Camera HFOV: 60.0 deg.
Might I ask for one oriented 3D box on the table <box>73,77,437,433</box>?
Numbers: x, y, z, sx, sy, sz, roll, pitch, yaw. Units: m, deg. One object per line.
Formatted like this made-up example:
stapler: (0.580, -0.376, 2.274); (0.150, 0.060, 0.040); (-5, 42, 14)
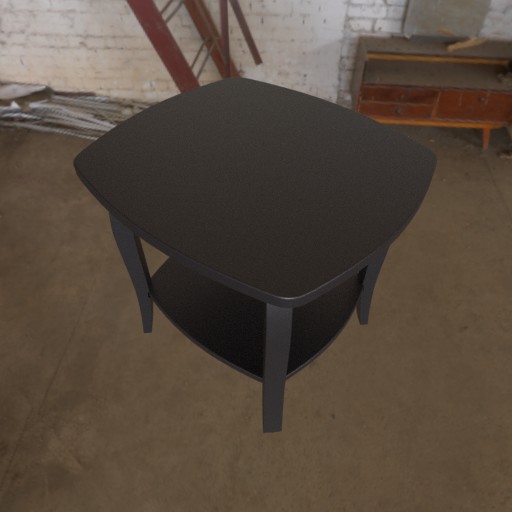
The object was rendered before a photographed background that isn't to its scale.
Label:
table: (0.000, 0.000, 0.867); (0.508, 0.457, 0.457); (31, 54, 26)
